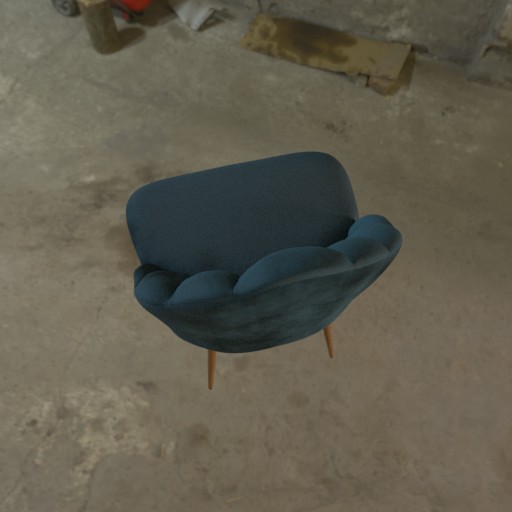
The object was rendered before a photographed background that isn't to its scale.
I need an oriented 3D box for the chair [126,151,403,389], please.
[{"bbox_3d":[0.000,0.000,1.234,0.657,0.819,0.599,-13,60,-7],"label":"chair"}]
